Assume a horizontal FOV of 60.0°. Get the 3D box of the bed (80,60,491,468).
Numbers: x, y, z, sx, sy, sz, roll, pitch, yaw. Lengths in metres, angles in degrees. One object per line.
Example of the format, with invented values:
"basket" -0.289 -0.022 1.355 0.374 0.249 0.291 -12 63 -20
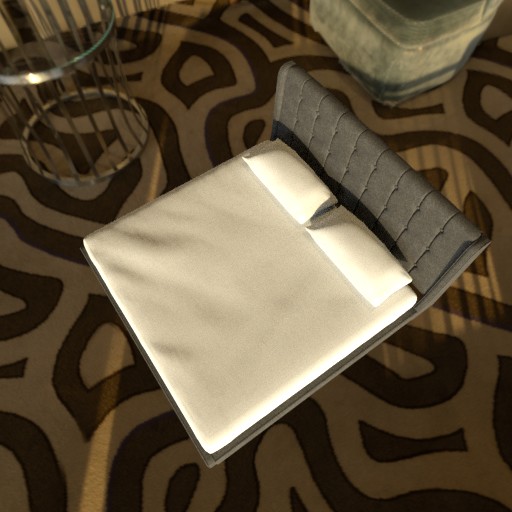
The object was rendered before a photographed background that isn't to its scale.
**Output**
"bed" 0.000 0.000 2.544 1.638 0.933 1.531 -32 66 -16
